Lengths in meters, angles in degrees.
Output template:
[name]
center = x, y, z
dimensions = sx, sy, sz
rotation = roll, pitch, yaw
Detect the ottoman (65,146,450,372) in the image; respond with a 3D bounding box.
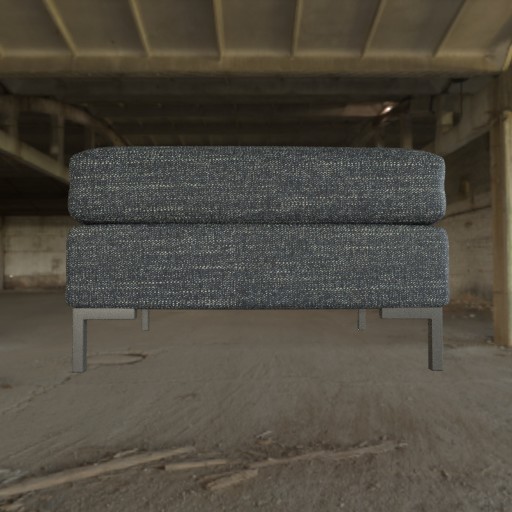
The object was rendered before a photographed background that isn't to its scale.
[ottoman]
center = 0.000, 0.000, 1.223
dimensions = 0.814, 0.491, 0.667
rotation = 0, -2, -1
